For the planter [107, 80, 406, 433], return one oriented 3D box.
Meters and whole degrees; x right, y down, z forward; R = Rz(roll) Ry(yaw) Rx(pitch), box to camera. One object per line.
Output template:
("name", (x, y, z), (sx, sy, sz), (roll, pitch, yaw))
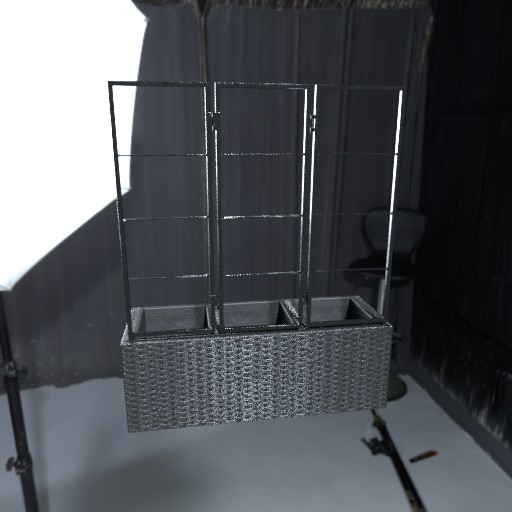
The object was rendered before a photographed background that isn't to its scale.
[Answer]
("planter", (0.000, 0.000, 1.184), (0.698, 0.841, 0.244), (-2, 15, -9))
